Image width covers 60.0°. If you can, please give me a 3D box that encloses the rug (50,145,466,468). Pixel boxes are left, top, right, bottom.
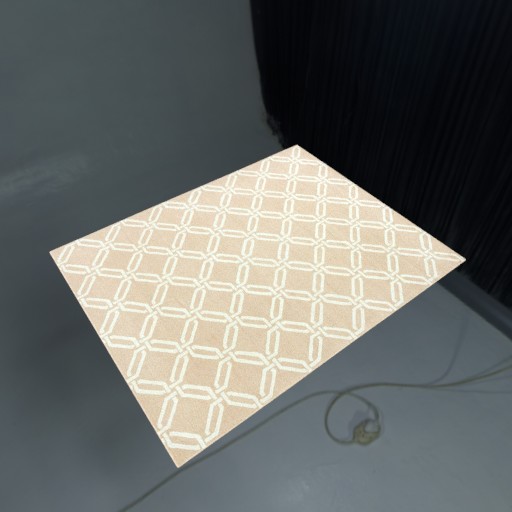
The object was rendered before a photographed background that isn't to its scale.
[{"bbox_3d":[0.000,0.000,3.920,2.895,0.018,2.288,-28,53,-24],"label":"rug"}]
